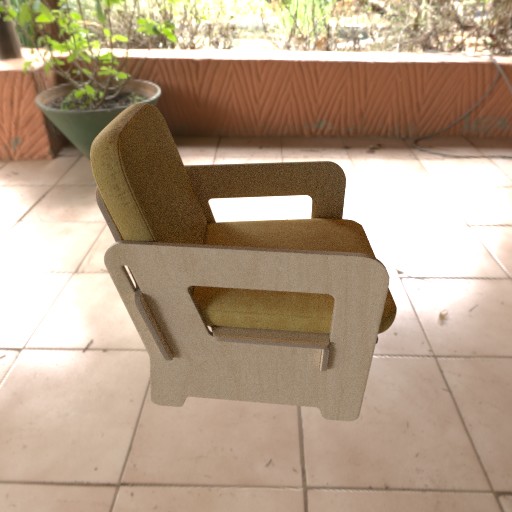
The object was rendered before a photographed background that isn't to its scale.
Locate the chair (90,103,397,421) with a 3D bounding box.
[{"bbox_3d":[0.000,0.000,1.278,0.710,0.800,0.590,0,32,0],"label":"chair"}]
